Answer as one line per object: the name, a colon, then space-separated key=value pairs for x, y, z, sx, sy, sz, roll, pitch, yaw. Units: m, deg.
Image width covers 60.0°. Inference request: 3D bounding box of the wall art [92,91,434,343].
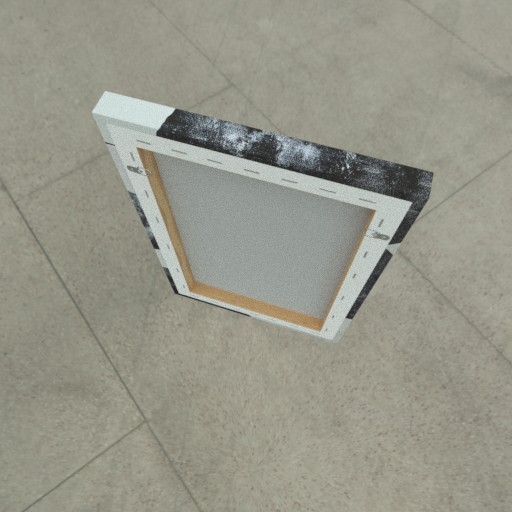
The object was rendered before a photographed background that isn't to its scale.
wall art: x=0.000 y=0.000 z=0.790 sx=0.407 sy=0.610 sz=0.039 roll=16 pitch=65 yaw=8
